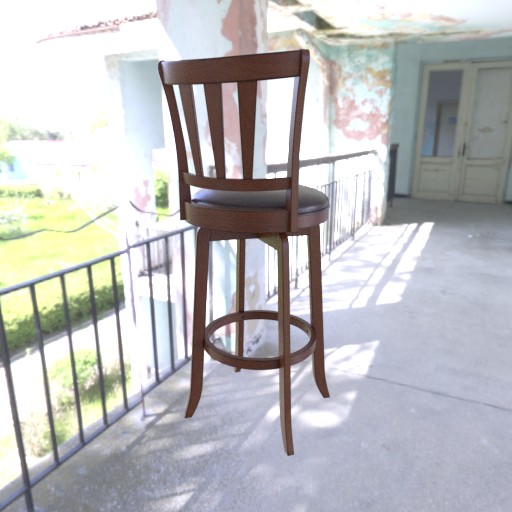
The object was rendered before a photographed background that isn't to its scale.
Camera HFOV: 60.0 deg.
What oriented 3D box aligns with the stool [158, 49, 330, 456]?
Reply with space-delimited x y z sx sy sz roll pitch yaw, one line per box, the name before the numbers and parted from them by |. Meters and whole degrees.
stool | 0.000 0.000 1.461 0.464 1.177 0.503 9 18 27
